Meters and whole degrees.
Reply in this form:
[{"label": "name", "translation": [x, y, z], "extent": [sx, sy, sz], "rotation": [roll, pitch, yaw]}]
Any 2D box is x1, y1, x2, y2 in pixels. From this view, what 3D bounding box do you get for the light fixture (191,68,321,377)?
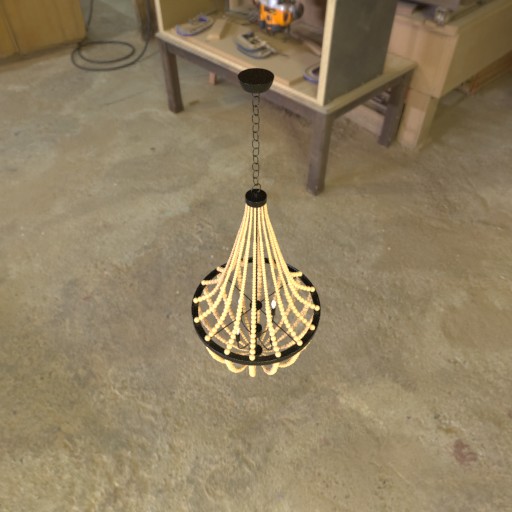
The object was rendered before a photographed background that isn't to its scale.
[{"label": "light fixture", "translation": [0.000, 0.000, 1.362], "extent": [0.450, 1.133, 0.450], "rotation": [0, 47, 0]}]
